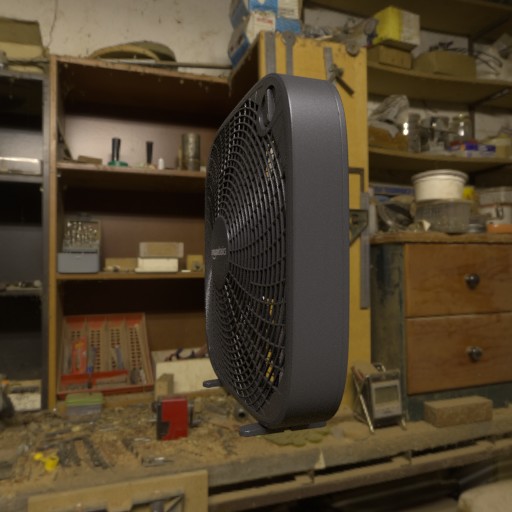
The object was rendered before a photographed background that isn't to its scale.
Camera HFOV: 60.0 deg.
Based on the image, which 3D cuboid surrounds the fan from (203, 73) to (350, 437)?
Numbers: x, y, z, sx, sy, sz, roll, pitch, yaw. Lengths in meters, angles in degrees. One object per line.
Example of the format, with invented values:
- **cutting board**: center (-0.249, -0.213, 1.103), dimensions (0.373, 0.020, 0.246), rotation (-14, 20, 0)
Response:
- **fan**: center (0.000, 0.000, 0.803), dimensions (0.142, 0.533, 0.526), rotation (0, -1, -18)
